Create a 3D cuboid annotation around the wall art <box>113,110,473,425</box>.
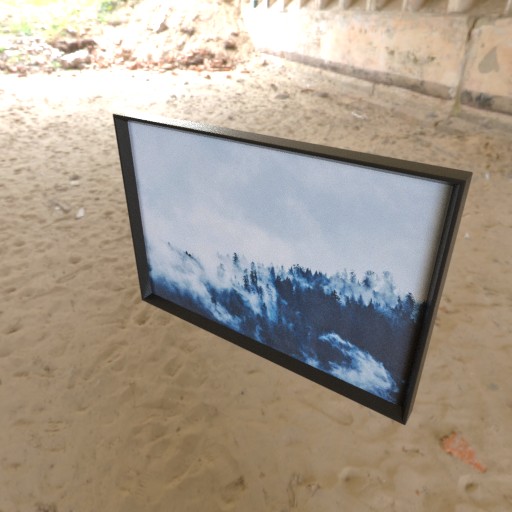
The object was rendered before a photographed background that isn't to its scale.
[{"bbox_3d":[0.000,0.000,1.192,0.939,0.640,0.058,19,35,29],"label":"wall art"}]
